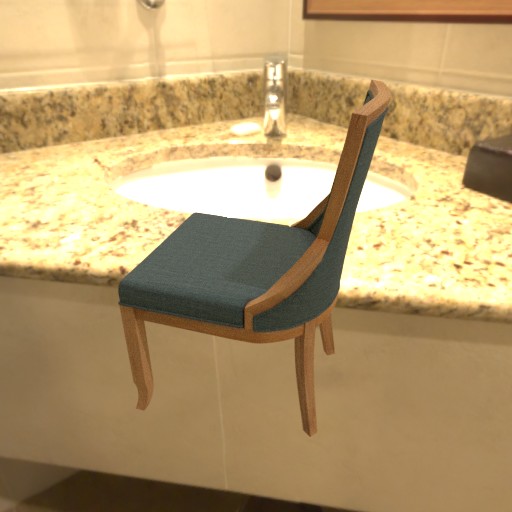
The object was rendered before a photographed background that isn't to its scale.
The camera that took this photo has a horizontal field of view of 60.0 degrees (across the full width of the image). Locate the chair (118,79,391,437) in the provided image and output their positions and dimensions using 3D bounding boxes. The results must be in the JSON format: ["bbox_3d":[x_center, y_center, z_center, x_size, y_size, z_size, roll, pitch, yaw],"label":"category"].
[{"bbox_3d":[0.000,0.000,1.318,0.641,0.947,0.524,9,30,15],"label":"chair"}]
